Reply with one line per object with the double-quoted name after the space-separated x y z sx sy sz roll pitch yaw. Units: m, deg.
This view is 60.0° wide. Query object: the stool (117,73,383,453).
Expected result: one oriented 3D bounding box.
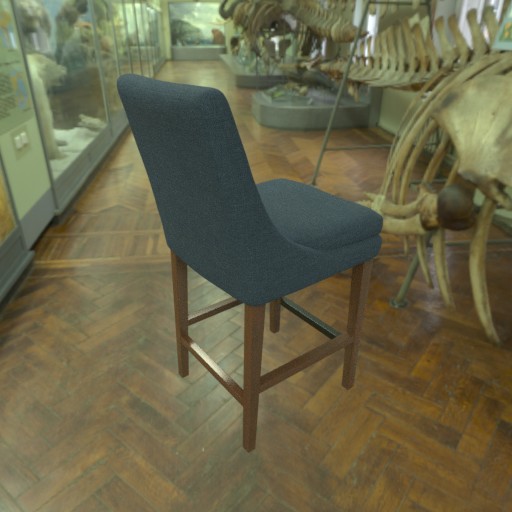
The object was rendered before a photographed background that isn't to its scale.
0.000 0.000 1.285 0.577 0.981 0.470 -19 33 -33 "stool"
